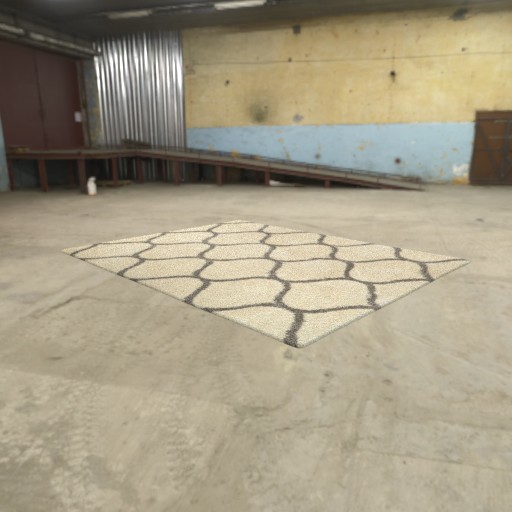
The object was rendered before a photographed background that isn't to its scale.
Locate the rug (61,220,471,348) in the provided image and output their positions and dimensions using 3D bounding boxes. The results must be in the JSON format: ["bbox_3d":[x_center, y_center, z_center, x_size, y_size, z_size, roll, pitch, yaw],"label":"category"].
[{"bbox_3d":[0.000,0.000,4.103,3.000,0.026,2.399,14,20,43],"label":"rug"}]
